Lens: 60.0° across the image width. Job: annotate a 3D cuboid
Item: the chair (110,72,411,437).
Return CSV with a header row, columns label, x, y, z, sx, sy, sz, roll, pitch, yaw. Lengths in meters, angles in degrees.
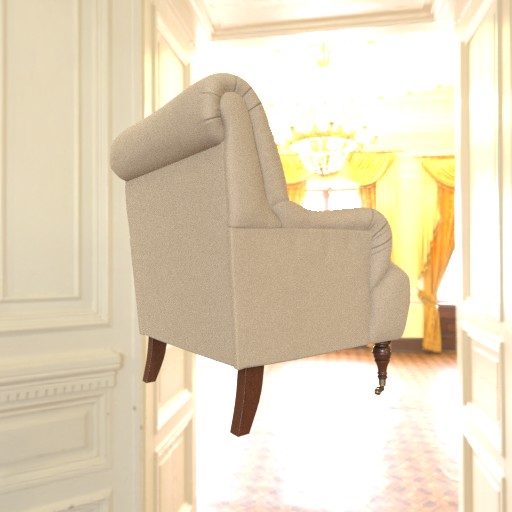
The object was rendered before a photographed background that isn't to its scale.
label,x,y,z,sx,sy,sz,roll,pitch,yaw
chair,0.000,0.000,1.583,0.842,0.942,0.766,0,0,-36
